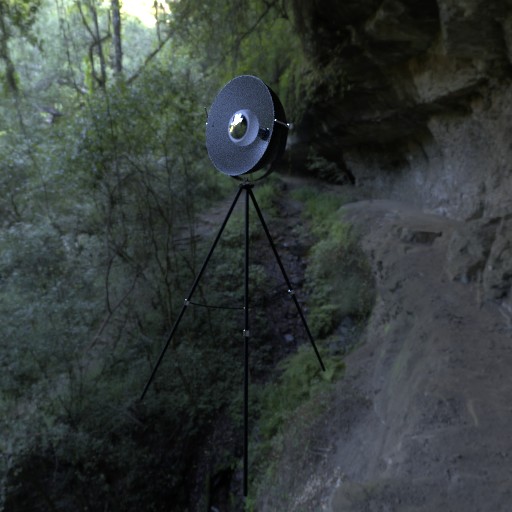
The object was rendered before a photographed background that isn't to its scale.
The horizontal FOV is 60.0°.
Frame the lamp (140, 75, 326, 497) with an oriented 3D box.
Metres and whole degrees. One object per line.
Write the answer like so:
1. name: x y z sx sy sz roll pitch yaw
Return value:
1. lamp: 0.000 0.000 2.014 0.920 1.512 0.817 -16 24 -42
